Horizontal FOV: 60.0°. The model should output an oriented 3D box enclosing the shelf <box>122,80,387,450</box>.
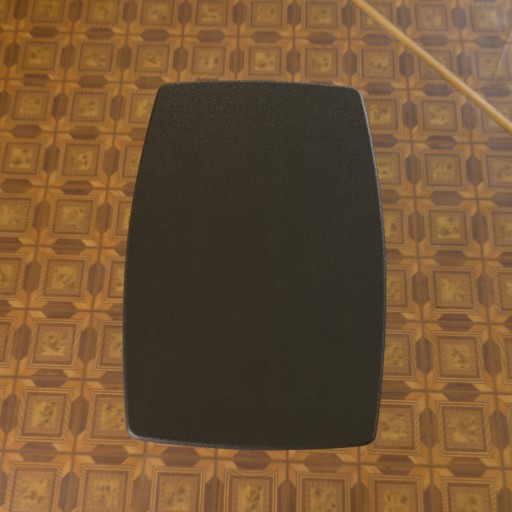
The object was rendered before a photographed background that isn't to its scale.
[{"bbox_3d":[0.000,0.000,0.519,0.280,0.100,0.410,1,75,0],"label":"shelf"}]
